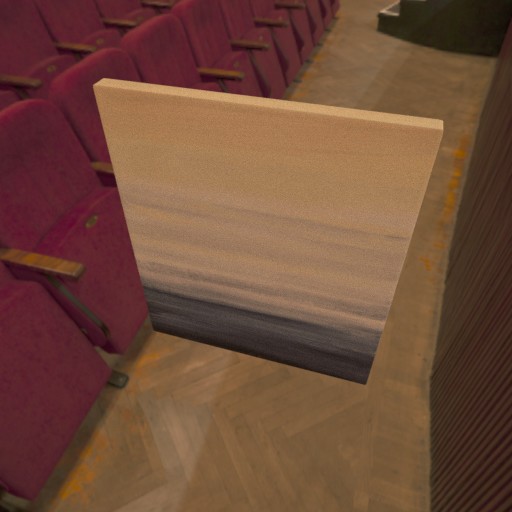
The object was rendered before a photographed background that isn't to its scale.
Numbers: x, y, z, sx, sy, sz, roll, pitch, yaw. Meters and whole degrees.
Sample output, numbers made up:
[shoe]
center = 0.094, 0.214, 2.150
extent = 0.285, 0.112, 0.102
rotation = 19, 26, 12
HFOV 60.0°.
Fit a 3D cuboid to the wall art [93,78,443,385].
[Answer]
[wall art]
center = 0.000, 0.000, 0.988
extent = 0.608, 0.710, 0.041
rotation = 12, 43, 12
